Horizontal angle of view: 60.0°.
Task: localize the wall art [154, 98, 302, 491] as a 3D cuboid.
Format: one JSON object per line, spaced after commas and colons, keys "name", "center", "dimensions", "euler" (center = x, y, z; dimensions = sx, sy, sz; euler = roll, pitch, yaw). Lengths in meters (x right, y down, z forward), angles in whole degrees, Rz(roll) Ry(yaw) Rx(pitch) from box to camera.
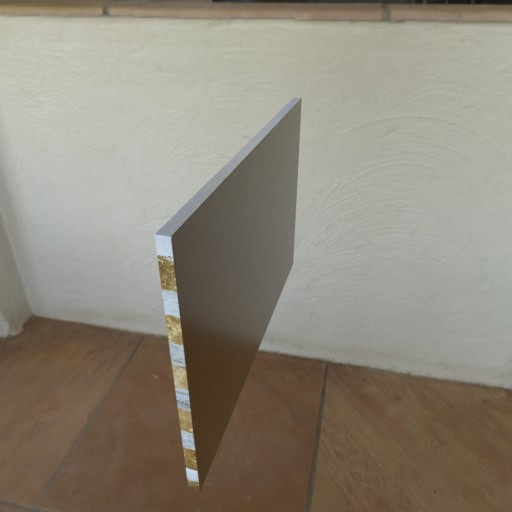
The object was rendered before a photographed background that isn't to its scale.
{"name": "wall art", "center": [0.000, 0.000, 1.158], "dimensions": [0.027, 0.610, 0.932], "euler": [9, 32, 14]}
